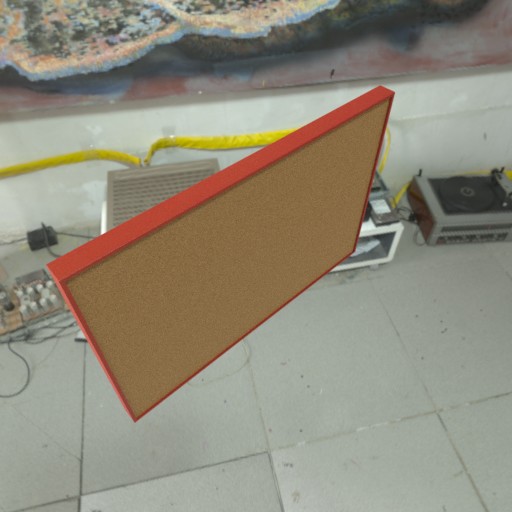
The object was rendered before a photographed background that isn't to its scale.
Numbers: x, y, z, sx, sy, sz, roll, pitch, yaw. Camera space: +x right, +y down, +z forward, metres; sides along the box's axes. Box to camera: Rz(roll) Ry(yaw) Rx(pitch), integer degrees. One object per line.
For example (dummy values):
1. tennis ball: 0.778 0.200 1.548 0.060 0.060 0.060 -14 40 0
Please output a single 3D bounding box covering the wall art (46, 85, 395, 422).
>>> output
1. wall art: 0.000 0.000 0.775 0.607 0.405 0.033 -34 57 -26
